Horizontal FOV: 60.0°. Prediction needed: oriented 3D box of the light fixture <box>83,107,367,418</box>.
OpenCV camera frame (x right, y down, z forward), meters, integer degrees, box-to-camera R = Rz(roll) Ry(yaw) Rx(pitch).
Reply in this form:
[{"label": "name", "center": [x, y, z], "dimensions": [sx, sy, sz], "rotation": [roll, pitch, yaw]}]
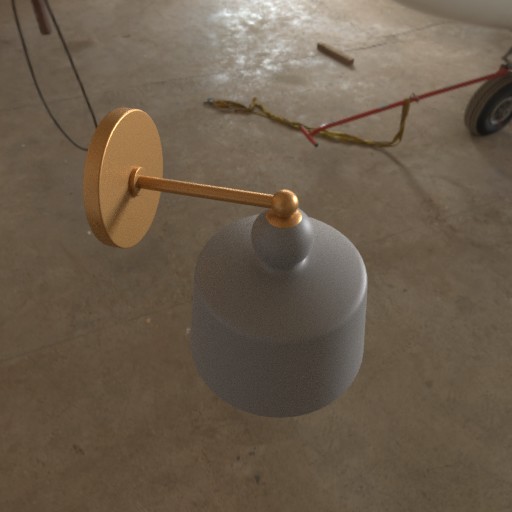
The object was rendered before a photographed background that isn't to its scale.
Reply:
[{"label": "light fixture", "center": [0.000, 0.000, 0.437], "dimensions": [0.254, 0.268, 0.204], "rotation": [10, 47, 9]}]
